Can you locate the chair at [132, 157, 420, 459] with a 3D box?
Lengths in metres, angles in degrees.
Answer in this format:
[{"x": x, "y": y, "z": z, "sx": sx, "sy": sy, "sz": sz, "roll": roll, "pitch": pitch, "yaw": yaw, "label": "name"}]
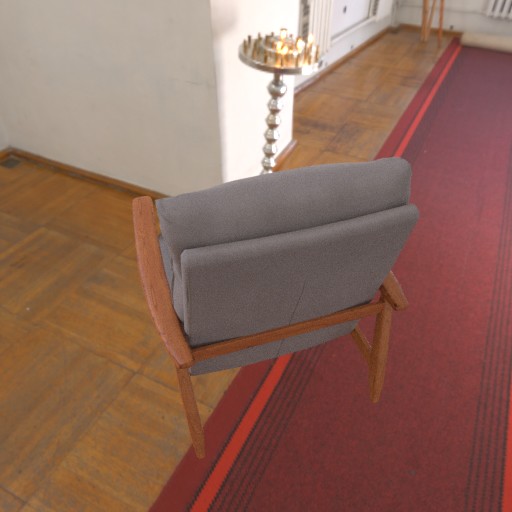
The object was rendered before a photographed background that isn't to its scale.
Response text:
[{"x": 0.000, "y": 0.000, "z": 1.521, "sx": 0.782, "sy": 0.922, "sz": 0.816, "roll": -12, "pitch": 42, "yaw": -14, "label": "chair"}]
